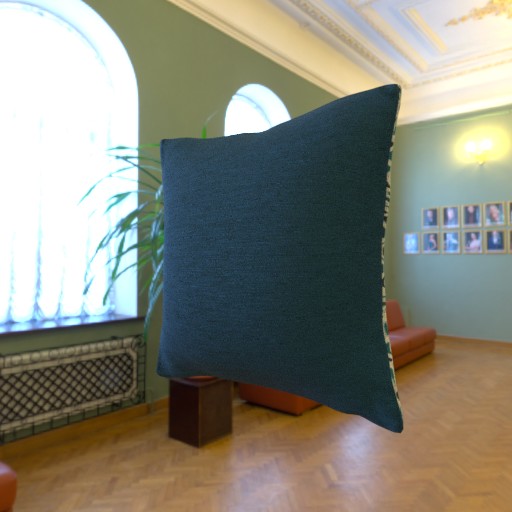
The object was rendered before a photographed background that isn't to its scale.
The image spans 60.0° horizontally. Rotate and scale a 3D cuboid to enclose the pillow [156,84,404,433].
[{"bbox_3d":[0.000,0.000,0.657,0.440,0.420,0.145,-1,-1,38],"label":"pillow"}]
